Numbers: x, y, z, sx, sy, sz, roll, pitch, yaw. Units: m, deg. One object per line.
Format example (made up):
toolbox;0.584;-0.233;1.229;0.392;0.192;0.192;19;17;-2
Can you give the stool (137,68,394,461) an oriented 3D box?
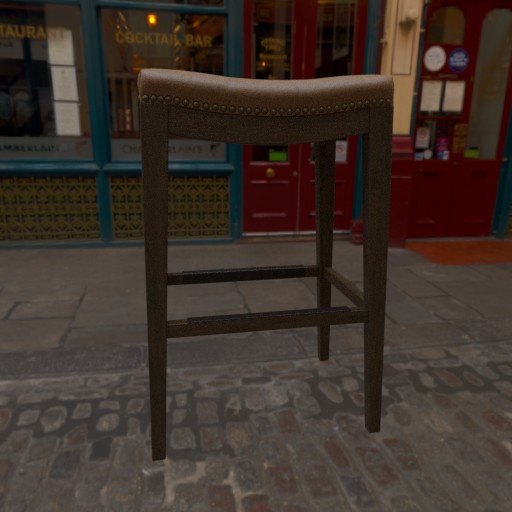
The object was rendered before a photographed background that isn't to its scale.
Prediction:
stool;0.000;0.000;1.024;0.500;0.759;0.361;-3;15;-10
